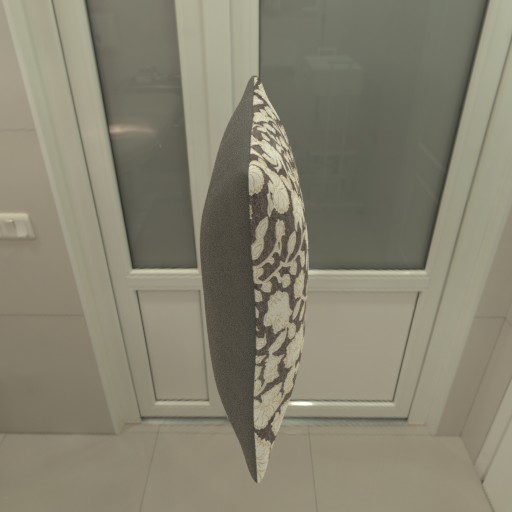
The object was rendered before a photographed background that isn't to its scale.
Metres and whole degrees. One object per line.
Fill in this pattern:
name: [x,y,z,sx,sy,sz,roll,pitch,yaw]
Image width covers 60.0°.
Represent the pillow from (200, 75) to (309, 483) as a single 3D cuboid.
pillow: [0.000,0.000,0.775,0.166,0.507,0.526,0,32,0]
